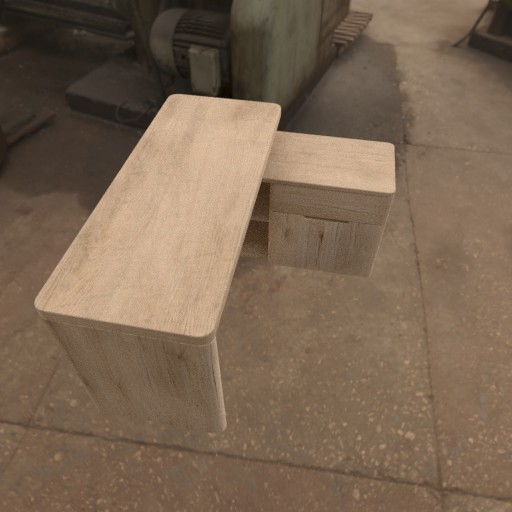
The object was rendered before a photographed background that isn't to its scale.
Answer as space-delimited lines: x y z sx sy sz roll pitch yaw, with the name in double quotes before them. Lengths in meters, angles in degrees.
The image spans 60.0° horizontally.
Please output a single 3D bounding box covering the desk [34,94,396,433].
"desk" 0.000 0.000 2.054 1.175 0.770 1.400 8 48 7
